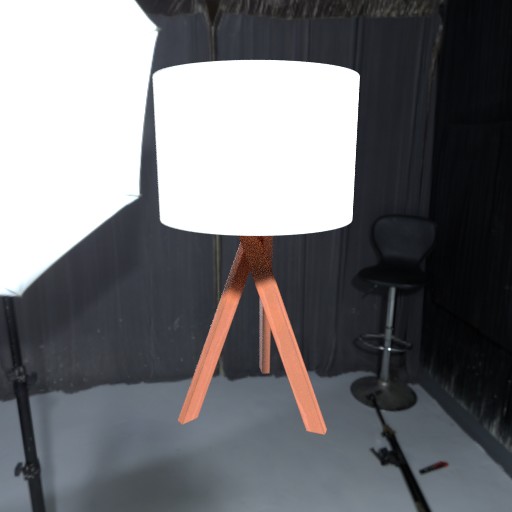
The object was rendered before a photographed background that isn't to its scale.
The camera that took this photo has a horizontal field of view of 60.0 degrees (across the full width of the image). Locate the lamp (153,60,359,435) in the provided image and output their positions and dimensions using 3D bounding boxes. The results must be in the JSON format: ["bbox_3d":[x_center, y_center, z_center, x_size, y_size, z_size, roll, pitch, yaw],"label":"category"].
[{"bbox_3d":[0.000,0.000,0.917,0.380,0.686,0.380,-2,14,-8],"label":"lamp"}]
